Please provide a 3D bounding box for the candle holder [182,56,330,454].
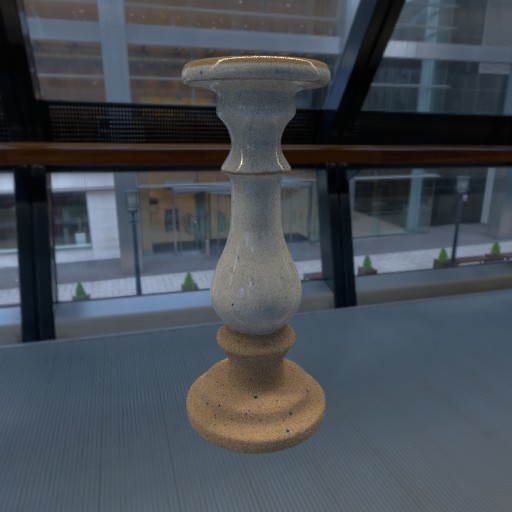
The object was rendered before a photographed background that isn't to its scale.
[{"bbox_3d":[0.000,0.000,0.256,0.088,0.203,0.088,0,16,0],"label":"candle holder"}]
